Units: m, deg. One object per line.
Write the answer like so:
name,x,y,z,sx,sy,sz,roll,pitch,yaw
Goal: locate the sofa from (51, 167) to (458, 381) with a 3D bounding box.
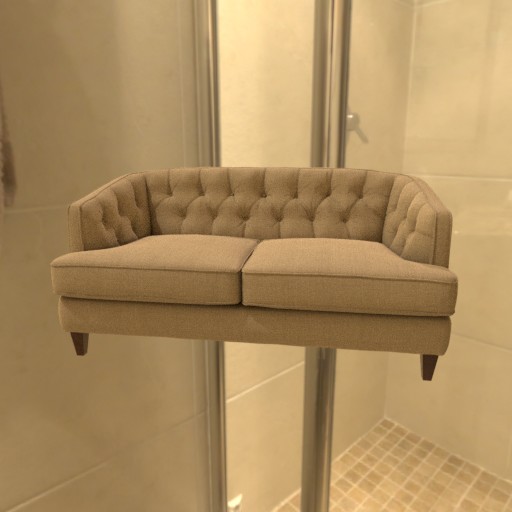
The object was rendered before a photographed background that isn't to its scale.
sofa,0.000,0.000,2.250,1.733,0.855,0.941,2,14,8
